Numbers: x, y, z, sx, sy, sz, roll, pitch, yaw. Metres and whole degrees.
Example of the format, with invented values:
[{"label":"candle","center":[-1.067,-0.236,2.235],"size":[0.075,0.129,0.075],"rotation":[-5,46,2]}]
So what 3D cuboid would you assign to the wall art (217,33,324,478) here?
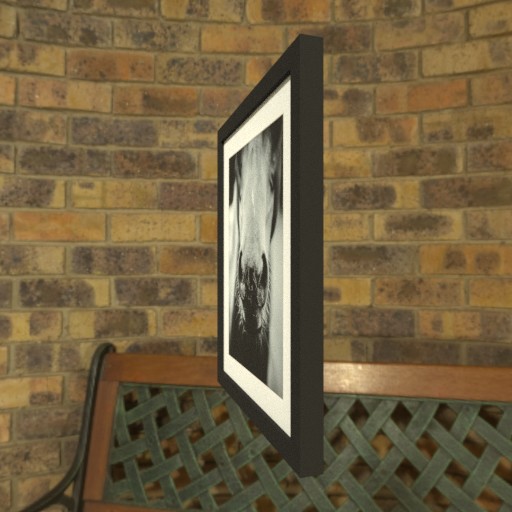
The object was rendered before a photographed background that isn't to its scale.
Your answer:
[{"label":"wall art","center":[0.000,0.000,0.779],"size":[0.033,0.559,0.457],"rotation":[0,0,-18]}]
